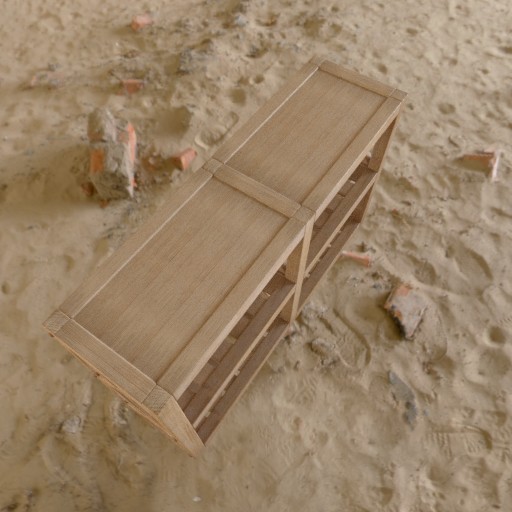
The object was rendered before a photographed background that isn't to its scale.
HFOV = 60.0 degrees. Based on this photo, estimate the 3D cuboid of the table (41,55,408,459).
[{"bbox_3d":[0.000,0.000,1.637,0.381,0.762,1.320,31,63,17],"label":"table"}]
